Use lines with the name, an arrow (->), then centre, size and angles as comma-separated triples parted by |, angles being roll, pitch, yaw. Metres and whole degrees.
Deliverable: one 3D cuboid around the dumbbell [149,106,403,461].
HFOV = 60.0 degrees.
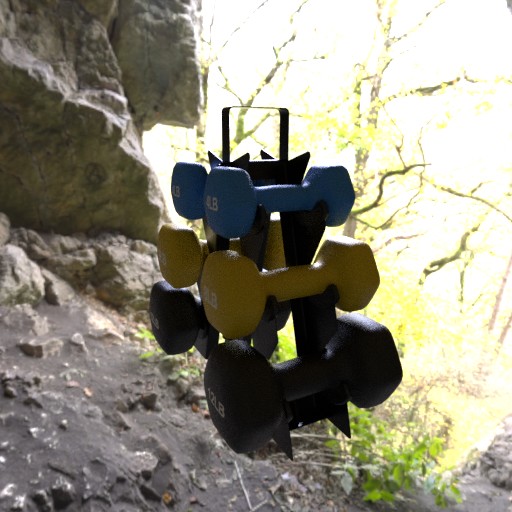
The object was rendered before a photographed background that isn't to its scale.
dumbbell -> 0.000, 0.000, 0.668 | 0.255, 0.426, 0.409 | -8, 17, -26
